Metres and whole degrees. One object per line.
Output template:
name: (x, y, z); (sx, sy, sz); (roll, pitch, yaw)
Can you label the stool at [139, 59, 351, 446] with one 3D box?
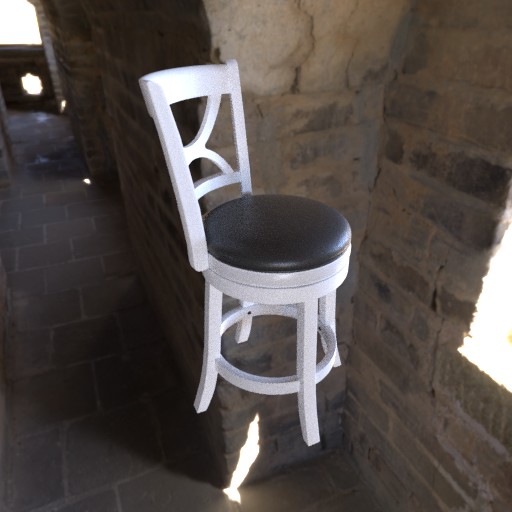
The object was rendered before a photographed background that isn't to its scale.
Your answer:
stool: (0.000, 0.000, 1.228); (0.508, 0.953, 0.444); (10, 31, 17)
